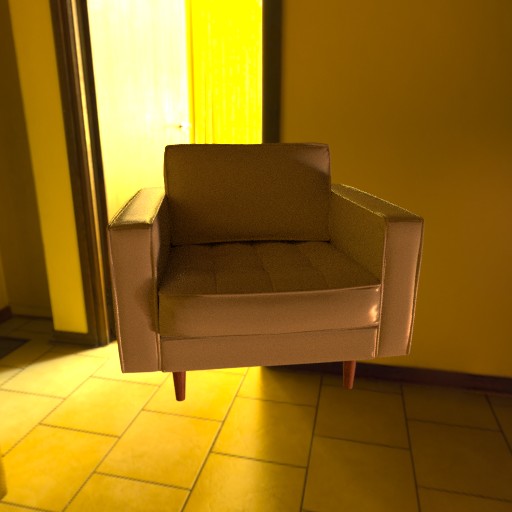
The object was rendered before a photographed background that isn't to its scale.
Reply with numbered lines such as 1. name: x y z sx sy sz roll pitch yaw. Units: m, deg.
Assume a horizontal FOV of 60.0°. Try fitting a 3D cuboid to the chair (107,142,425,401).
1. chair: 0.000 0.000 1.596 0.928 0.773 0.843 -2 17 -7
